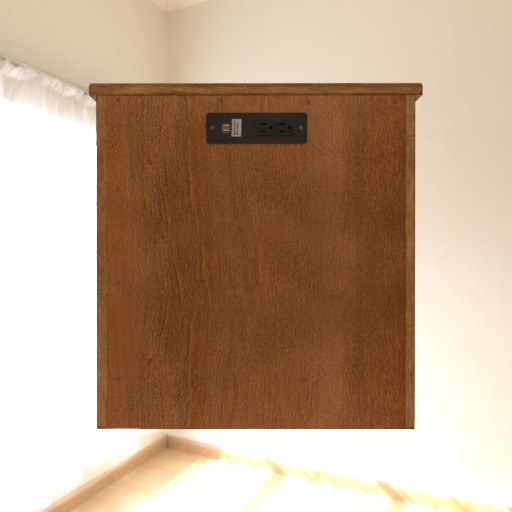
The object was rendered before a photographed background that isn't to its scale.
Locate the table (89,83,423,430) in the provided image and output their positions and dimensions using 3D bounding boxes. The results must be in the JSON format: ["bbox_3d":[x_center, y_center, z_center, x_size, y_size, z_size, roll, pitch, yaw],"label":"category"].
[{"bbox_3d":[0.000,0.000,1.042,0.601,0.625,0.494,0,0,0],"label":"table"}]
